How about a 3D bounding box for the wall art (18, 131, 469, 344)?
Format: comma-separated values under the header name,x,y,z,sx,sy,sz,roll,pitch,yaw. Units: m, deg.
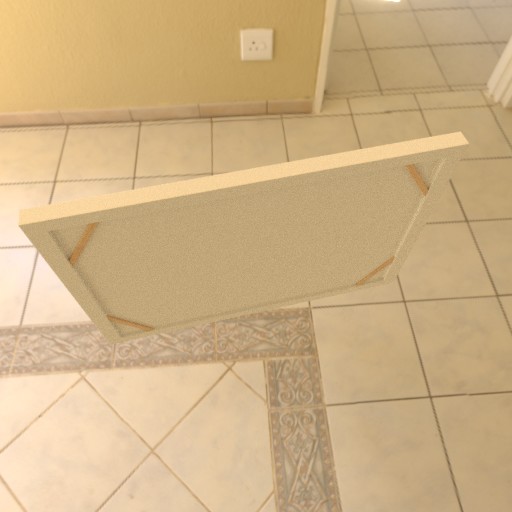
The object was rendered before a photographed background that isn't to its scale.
name,x,y,z,sx,sy,sz,roll,pitch,yaw
wall art,0.000,0.000,1.144,0.914,0.609,0.038,-11,59,-7
